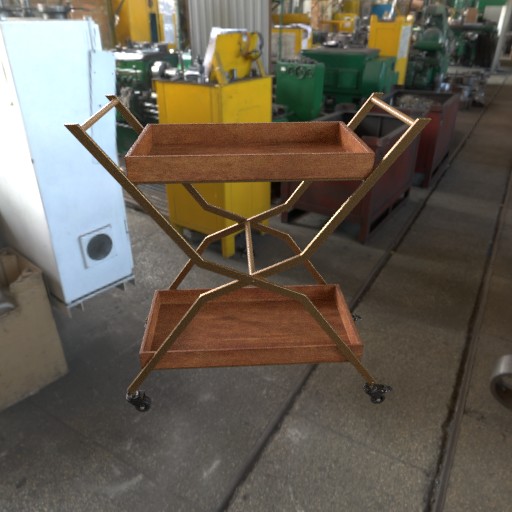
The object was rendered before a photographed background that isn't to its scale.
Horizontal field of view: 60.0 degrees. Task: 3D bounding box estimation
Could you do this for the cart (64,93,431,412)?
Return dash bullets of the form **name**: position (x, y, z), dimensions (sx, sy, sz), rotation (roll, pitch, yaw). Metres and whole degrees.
- **cart**: position (0.000, 0.000, 1.330), dimensions (0.836, 0.869, 0.405), rotation (-2, 29, -3)
